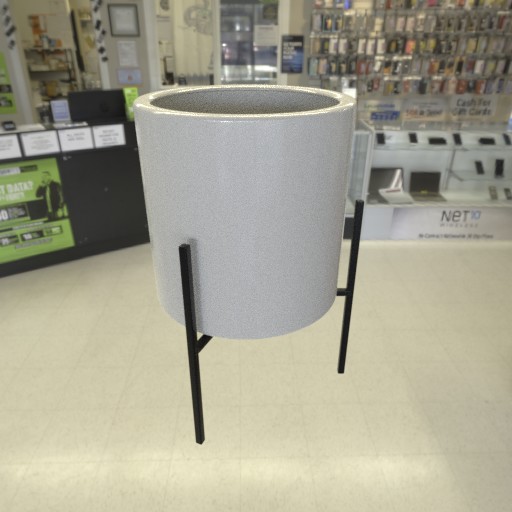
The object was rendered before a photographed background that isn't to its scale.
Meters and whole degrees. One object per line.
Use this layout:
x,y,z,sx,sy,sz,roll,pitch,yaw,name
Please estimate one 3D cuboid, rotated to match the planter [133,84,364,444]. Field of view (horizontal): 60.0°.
0.000,0.000,0.521,0.239,0.356,0.239,0,27,1,planter
